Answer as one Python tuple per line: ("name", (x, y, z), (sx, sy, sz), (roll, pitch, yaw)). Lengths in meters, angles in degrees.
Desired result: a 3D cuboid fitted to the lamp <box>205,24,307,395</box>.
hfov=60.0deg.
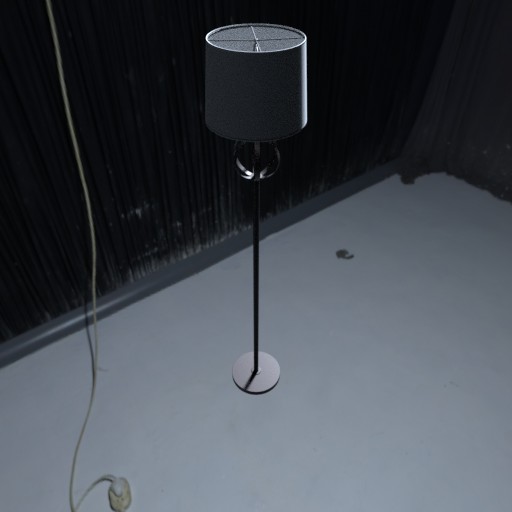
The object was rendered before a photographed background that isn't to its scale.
("lamp", (0.000, 0.000, 1.595), (0.286, 1.462, 0.286), (-26, 47, -27))
